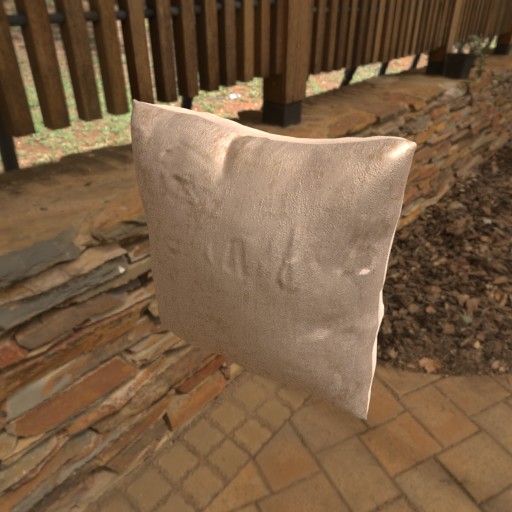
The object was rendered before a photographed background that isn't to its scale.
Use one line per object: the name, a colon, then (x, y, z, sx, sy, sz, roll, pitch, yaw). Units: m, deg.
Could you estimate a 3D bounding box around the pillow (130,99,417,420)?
pillow: (0.000, 0.000, 0.713, 0.450, 0.448, 0.245, 20, 36, 29)
